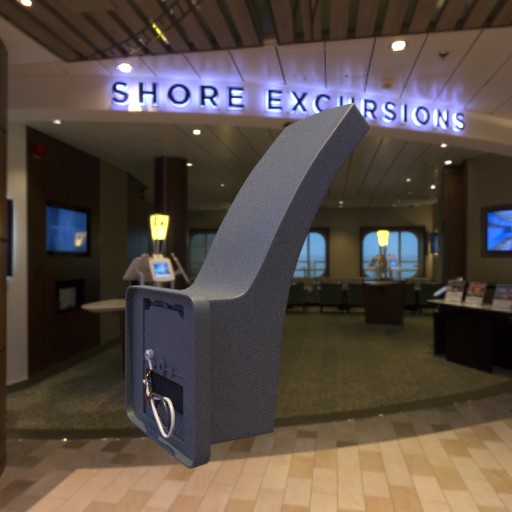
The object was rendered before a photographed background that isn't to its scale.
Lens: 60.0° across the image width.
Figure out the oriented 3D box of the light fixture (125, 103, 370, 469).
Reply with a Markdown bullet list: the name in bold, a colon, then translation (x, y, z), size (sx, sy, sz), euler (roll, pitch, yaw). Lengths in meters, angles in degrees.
- **light fixture**: translation (0.000, 0.000, 0.339), size (0.174, 0.243, 0.108), euler (0, 0, -36)
